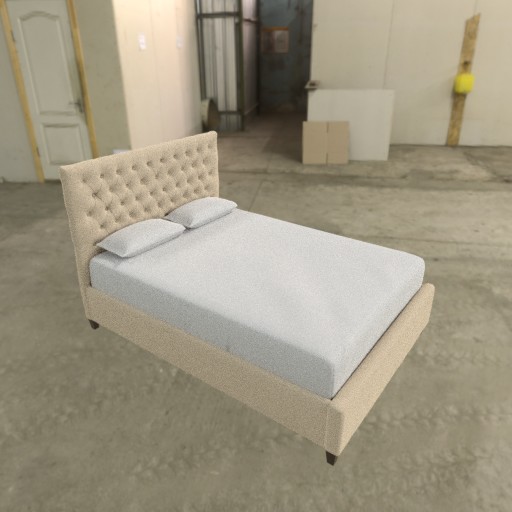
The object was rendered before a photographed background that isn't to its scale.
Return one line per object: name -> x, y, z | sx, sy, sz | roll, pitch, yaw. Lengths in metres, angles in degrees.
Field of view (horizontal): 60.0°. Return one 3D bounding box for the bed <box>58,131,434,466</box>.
bed -> 0.000, 0.000, 3.489 | 2.387, 1.427, 1.698 | 18, 32, 32
